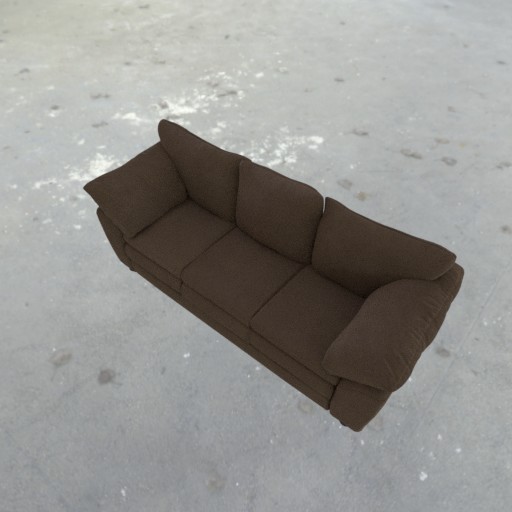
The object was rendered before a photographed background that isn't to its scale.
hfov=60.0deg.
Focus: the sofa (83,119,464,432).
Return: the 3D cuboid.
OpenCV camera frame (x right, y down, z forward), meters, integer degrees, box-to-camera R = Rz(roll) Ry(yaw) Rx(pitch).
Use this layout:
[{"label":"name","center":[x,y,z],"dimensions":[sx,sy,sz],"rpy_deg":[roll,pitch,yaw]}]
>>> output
[{"label":"sofa","center":[0.000,0.000,2.861],"dimensions":[2.336,1.015,0.878],"rpy_deg":[31,53,27]}]
